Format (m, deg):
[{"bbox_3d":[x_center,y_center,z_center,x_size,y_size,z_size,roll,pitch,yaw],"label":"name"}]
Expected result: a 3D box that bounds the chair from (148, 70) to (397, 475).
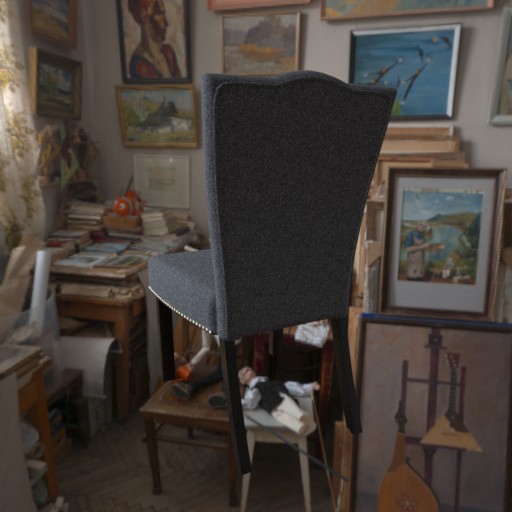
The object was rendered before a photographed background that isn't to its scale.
[{"bbox_3d":[0.000,0.000,1.301,0.518,0.946,0.589,-7,16,-26],"label":"chair"}]
